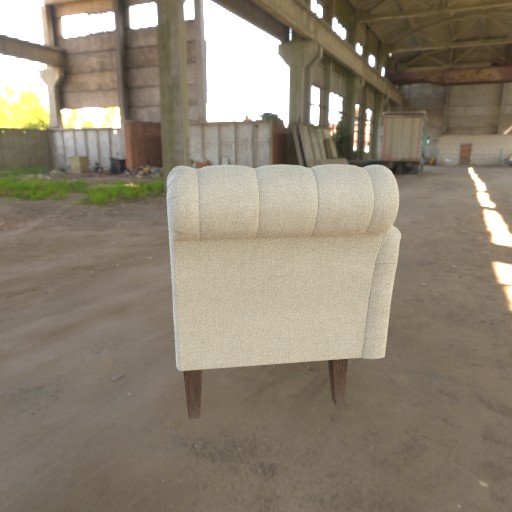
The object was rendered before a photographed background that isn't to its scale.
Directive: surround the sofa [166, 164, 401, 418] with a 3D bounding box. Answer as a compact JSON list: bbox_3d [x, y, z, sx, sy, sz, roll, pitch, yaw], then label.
[{"bbox_3d":[0.000,0.000,1.830,0.675,0.787,1.379,-2,14,-9],"label":"sofa"}]
